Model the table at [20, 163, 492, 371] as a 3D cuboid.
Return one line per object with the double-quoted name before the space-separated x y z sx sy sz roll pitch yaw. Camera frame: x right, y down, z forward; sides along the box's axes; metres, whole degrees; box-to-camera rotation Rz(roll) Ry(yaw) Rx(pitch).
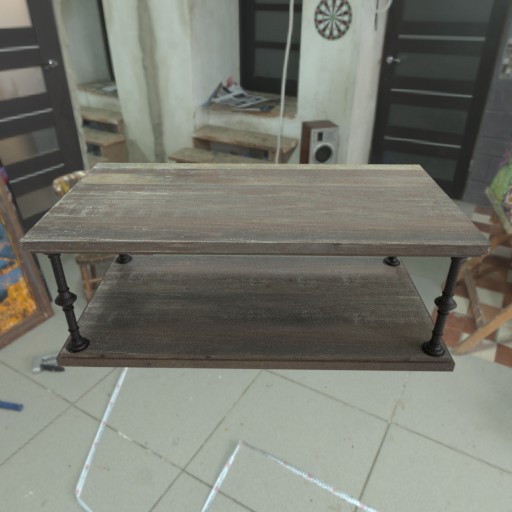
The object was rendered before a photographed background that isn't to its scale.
"table" 0.000 0.000 1.359 1.088 0.399 0.554 1 30 1
